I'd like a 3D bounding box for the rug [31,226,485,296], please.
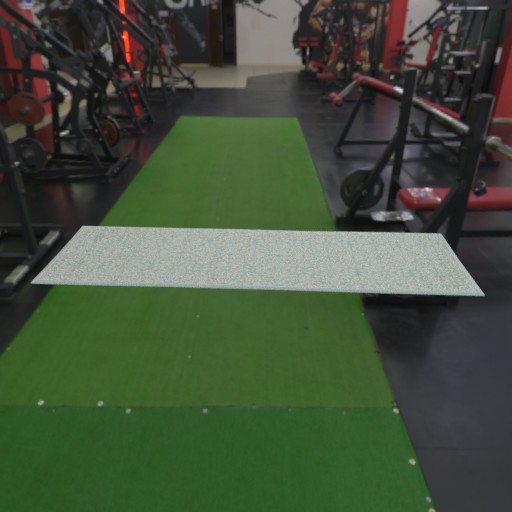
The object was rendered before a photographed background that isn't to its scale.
[{"bbox_3d":[0.000,0.000,2.426,2.196,0.011,0.662,1,29,2],"label":"rug"}]
